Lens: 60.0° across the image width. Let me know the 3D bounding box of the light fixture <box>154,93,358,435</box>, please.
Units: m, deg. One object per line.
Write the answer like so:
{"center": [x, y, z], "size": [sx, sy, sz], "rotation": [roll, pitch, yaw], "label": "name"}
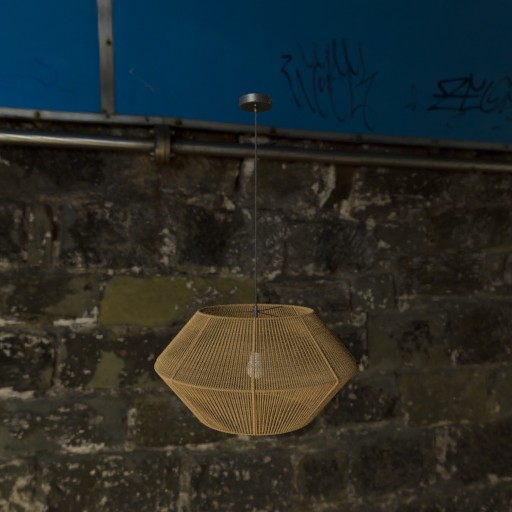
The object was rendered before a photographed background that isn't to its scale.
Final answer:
{"center": [0.000, 0.000, 1.429], "size": [0.643, 1.009, 0.643], "rotation": [0, 0, 0], "label": "light fixture"}
